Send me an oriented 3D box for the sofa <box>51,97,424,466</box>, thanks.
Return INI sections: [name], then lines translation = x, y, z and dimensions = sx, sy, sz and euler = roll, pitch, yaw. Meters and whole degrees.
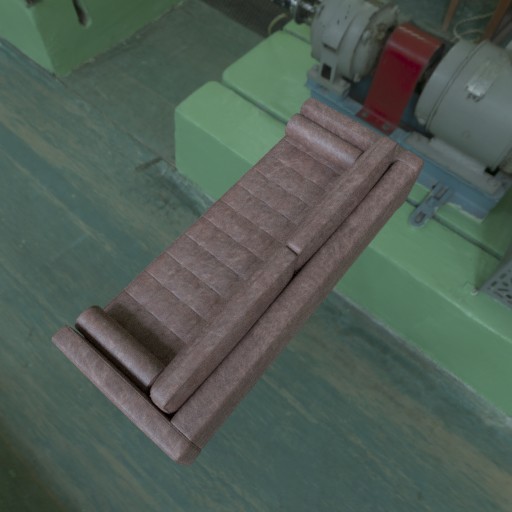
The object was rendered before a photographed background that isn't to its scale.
[sofa]
translation = 0.000, 0.000, 2.639
dimensions = 0.914, 0.762, 2.210
euler = 36, 68, 17
